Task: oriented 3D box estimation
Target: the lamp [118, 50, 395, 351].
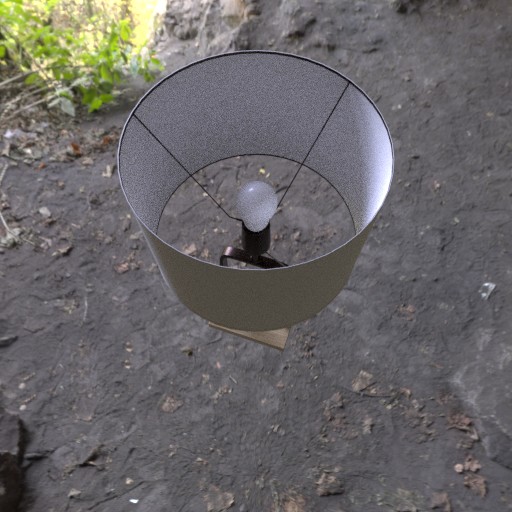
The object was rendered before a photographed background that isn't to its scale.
[{"bbox_3d":[0.000,0.000,0.677,0.279,0.508,0.279,17,65,8],"label":"lamp"}]
